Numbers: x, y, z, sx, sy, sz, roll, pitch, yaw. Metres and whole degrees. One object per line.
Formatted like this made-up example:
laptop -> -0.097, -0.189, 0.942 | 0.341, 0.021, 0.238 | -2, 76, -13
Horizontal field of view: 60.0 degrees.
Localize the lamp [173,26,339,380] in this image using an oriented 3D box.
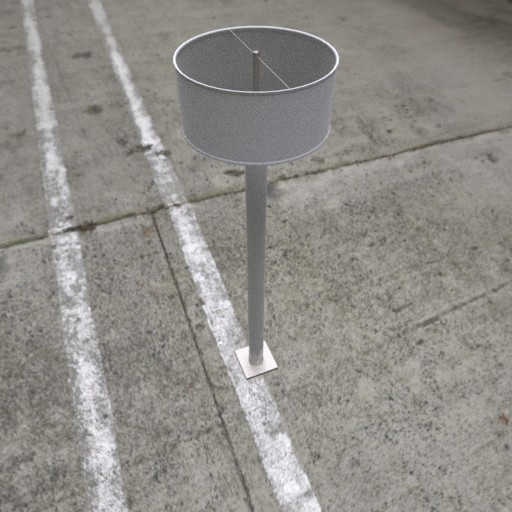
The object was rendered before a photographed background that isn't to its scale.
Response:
lamp -> 0.000, 0.000, 1.645 | 0.420, 1.475, 0.420 | -16, 48, -15
